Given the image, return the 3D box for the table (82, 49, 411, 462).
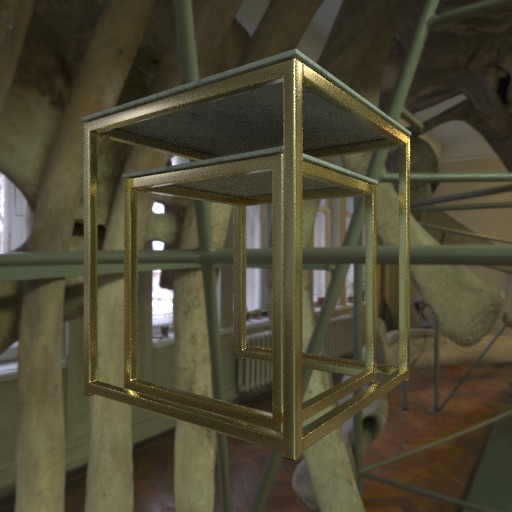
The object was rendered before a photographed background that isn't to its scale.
[{"bbox_3d":[0.000,0.000,0.848,0.450,0.500,0.450,0,0,36],"label":"table"}]
